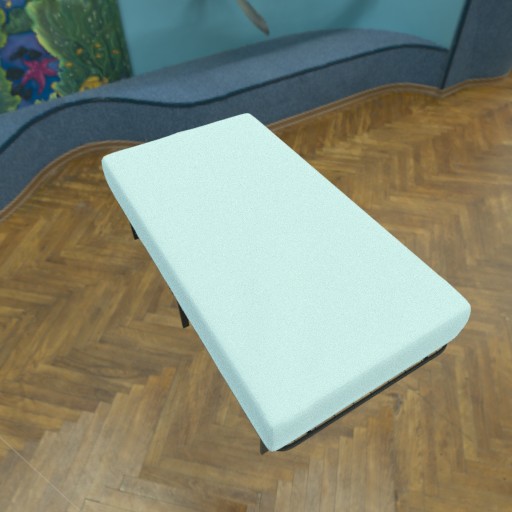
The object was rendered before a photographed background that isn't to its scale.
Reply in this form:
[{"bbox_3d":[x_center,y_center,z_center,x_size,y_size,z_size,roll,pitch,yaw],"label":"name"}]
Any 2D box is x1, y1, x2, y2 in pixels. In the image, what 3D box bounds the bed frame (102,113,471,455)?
[{"bbox_3d":[0.000,0.000,2.416,1.025,0.640,1.908,-24,51,-21],"label":"bed frame"}]
